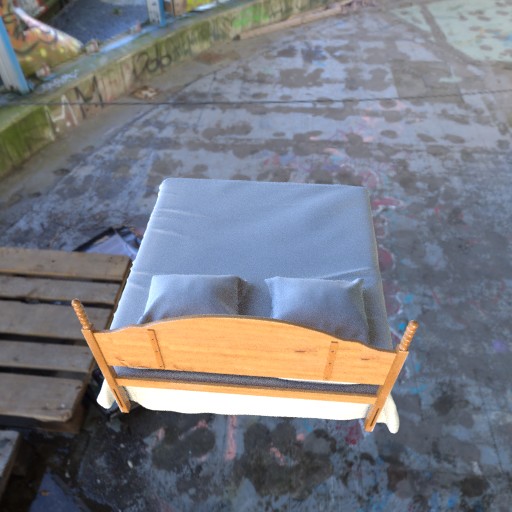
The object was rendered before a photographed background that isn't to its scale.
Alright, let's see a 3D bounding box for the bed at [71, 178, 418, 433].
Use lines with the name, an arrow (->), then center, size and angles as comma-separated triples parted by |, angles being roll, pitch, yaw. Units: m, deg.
bed -> 0.000, 0.000, 3.643 | 2.322, 1.355, 2.219 | 3, 46, 3
